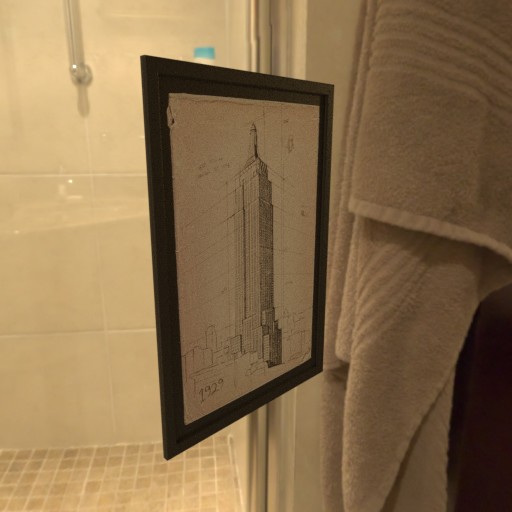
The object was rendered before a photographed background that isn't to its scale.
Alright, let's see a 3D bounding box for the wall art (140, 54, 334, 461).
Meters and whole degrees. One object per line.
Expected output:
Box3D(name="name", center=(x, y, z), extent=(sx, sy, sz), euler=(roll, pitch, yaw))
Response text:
Box3D(name="wall art", center=(0.000, 0.000, 0.857), extent=(0.451, 0.661, 0.012), euler=(-14, 19, -43))
